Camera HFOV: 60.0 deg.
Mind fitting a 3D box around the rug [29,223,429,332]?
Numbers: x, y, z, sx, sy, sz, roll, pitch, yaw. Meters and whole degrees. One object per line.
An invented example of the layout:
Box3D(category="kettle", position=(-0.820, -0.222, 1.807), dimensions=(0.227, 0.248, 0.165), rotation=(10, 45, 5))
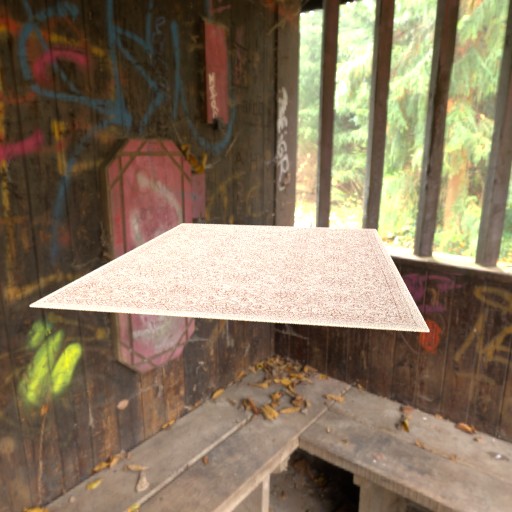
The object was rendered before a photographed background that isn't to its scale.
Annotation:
Box3D(category="rug", position=(0.000, 0.000, 4.092), dimensions=(2.441, 0.015, 3.050), rotation=(2, 14, 9))
